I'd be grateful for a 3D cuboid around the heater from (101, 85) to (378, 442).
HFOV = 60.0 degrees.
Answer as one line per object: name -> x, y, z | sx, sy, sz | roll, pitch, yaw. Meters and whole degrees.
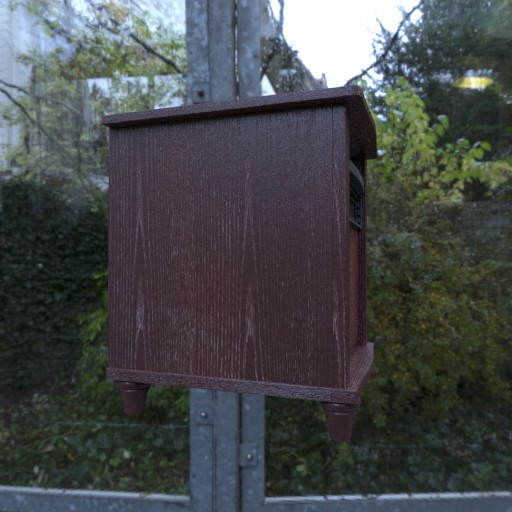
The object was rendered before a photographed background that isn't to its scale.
heater -> 0.000, 0.000, 0.764 | 0.400, 0.481, 0.362 | 0, 0, 18
